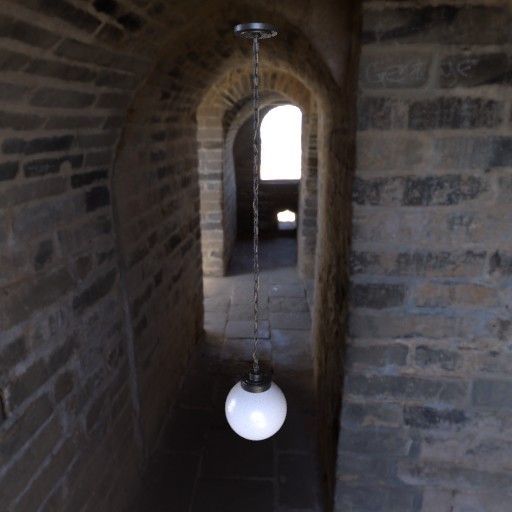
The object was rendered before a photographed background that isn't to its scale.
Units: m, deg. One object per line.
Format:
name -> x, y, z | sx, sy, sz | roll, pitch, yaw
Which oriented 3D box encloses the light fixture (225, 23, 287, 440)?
light fixture -> 0.000, 0.000, 1.998 | 0.305, 1.867, 0.304 | 15, 21, 43
